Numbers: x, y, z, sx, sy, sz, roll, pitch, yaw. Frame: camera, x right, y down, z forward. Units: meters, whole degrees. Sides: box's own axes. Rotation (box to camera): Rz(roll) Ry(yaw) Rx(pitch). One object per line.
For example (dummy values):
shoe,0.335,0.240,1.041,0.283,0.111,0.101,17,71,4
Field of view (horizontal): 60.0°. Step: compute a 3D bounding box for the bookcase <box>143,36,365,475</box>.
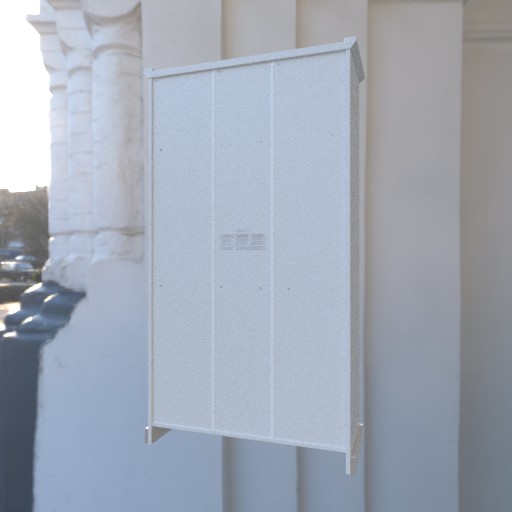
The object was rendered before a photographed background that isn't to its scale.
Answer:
bookcase,0.000,0.000,2.263,1.050,1.880,0.432,0,0,19
